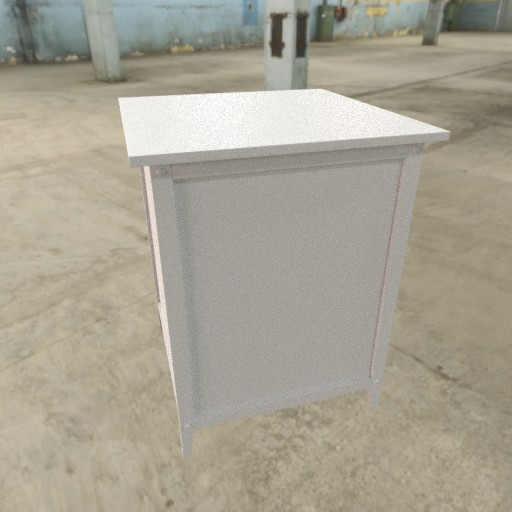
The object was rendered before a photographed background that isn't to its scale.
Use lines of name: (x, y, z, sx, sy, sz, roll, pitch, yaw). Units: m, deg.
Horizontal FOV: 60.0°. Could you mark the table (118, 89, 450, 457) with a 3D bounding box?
table: (0.000, 0.000, 0.766, 0.381, 0.483, 0.381, -8, 29, -15)
